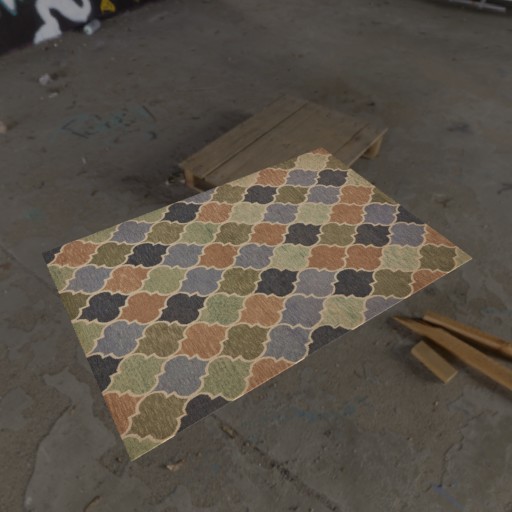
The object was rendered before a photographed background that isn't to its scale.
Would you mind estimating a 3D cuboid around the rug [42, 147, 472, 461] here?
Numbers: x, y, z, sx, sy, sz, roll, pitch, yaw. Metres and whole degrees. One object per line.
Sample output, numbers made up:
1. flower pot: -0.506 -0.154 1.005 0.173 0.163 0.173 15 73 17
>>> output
1. rug: 0.000 0.000 2.261 1.828 0.006 1.216 -25 51 -22
